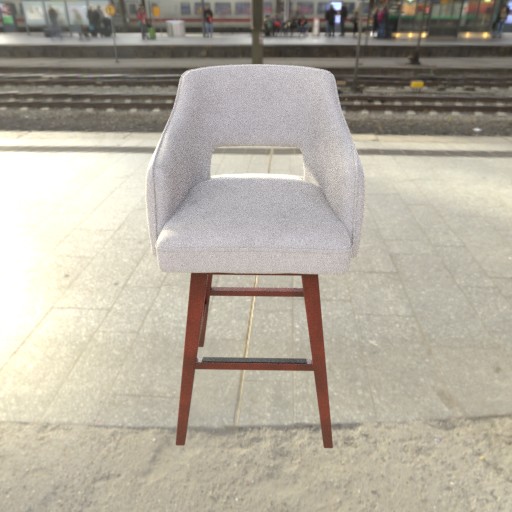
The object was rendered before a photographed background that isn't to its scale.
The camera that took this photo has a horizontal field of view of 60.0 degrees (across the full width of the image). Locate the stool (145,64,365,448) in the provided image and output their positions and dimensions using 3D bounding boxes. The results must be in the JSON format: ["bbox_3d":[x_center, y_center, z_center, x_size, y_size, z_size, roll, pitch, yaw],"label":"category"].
[{"bbox_3d":[0.000,0.000,1.329,0.548,1.012,0.558,1,29,1],"label":"stool"}]
